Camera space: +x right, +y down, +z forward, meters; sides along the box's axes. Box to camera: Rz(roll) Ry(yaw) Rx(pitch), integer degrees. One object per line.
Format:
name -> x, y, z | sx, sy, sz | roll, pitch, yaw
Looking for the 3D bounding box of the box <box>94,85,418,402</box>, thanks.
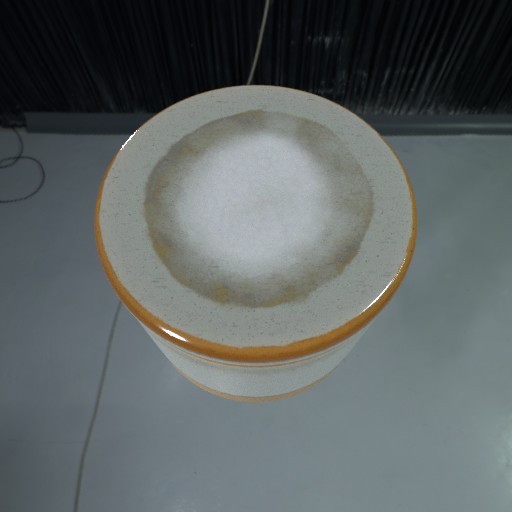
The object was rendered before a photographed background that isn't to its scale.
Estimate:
box -> 0.000, 0.000, 0.210 | 0.123, 0.100, 0.123 | 0, 63, 0
